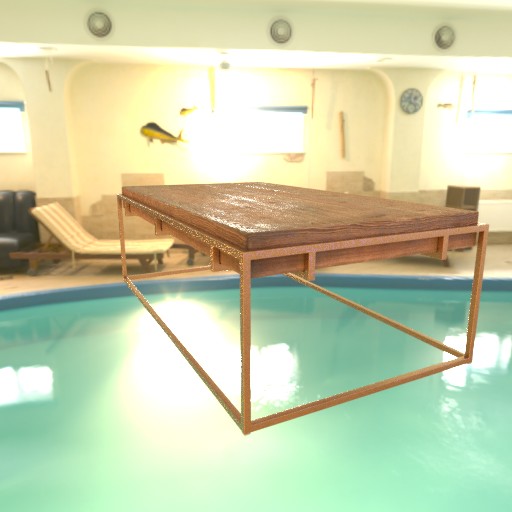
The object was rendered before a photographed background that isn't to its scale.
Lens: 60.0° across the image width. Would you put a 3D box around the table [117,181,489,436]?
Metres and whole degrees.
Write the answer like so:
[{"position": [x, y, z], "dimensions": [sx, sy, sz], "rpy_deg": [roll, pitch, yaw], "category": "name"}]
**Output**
[{"position": [0.000, 0.000, 1.728], "dimensions": [0.775, 0.468, 1.387], "rpy_deg": [-7, 15, -26], "category": "table"}]
